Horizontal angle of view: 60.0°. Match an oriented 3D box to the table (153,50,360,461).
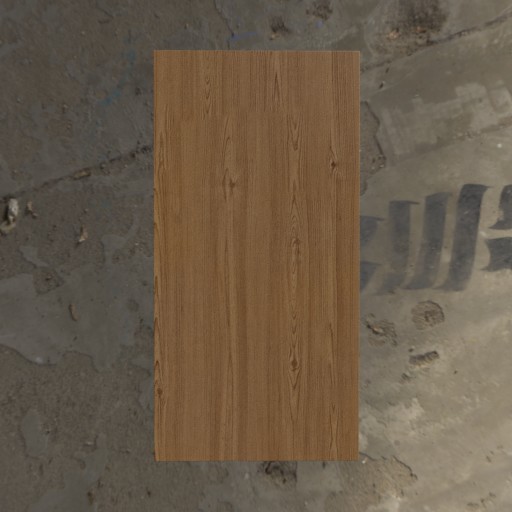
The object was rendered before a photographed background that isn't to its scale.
[{"bbox_3d":[0.000,0.000,2.315,0.901,0.750,1.797,0,91,0],"label":"table"}]
